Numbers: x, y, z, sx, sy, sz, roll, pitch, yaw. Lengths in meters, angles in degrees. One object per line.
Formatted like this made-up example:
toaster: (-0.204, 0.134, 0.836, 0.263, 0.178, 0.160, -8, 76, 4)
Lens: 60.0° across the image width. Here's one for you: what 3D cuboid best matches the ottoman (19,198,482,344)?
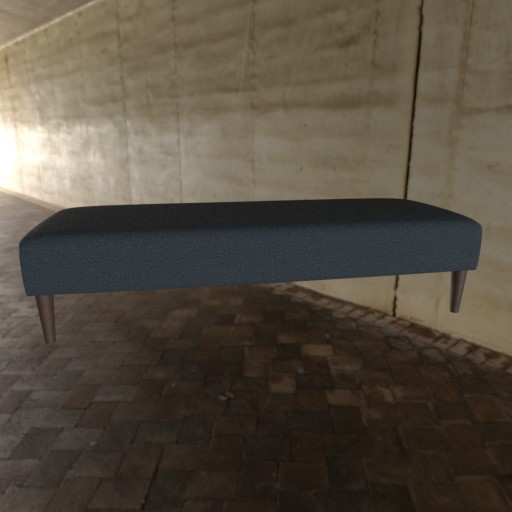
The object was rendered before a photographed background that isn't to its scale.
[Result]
ottoman: (0.000, 0.000, 1.824, 1.609, 0.393, 0.646, -3, 16, -10)
